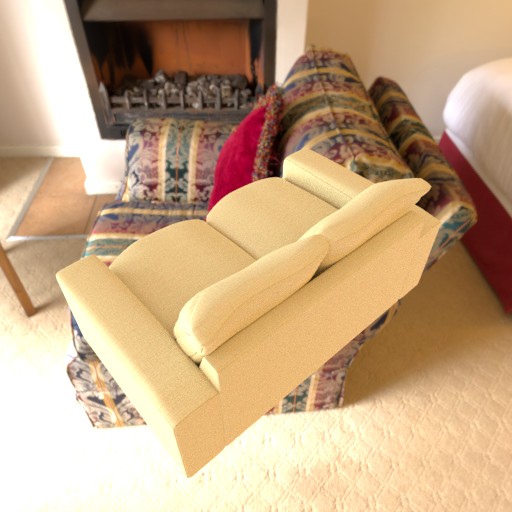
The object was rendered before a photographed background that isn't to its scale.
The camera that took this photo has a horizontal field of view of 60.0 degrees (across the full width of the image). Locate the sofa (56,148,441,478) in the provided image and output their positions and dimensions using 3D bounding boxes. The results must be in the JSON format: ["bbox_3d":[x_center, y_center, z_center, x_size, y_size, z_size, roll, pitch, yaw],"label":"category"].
[{"bbox_3d":[0.000,0.000,2.358,1.754,0.875,1.091,-32,53,-28],"label":"sofa"}]
